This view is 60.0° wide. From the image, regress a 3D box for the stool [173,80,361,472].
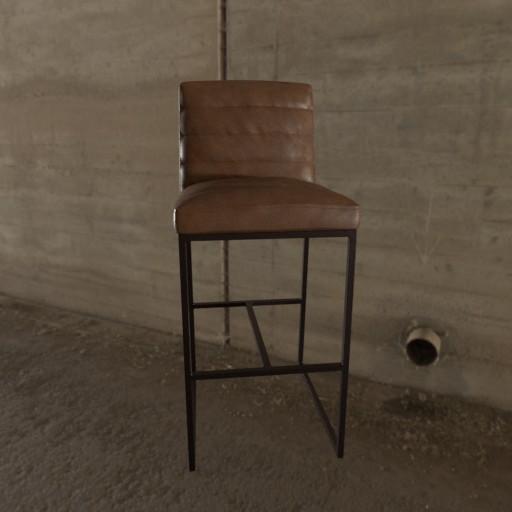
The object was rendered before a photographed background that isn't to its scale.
[{"bbox_3d":[0.000,0.000,1.359,0.463,1.065,0.562,-2,15,-7],"label":"stool"}]
